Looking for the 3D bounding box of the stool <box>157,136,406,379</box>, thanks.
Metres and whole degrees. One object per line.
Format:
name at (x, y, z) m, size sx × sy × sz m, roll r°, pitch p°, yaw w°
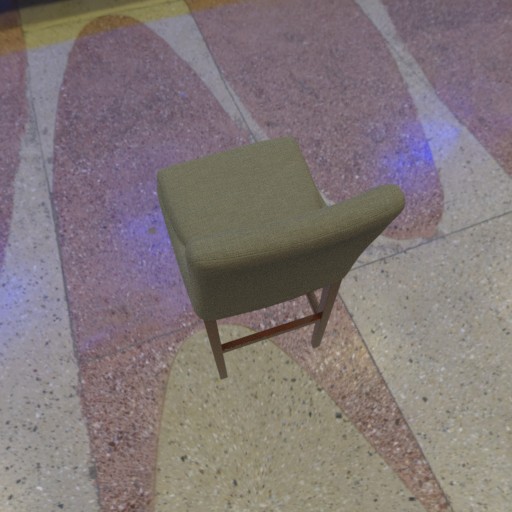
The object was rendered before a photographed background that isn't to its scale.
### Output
stool at (0.000, 0.000, 1.359) m, size 0.470 × 1.078 × 0.577 m, roll -16°, pitch 62°, yaw -9°
